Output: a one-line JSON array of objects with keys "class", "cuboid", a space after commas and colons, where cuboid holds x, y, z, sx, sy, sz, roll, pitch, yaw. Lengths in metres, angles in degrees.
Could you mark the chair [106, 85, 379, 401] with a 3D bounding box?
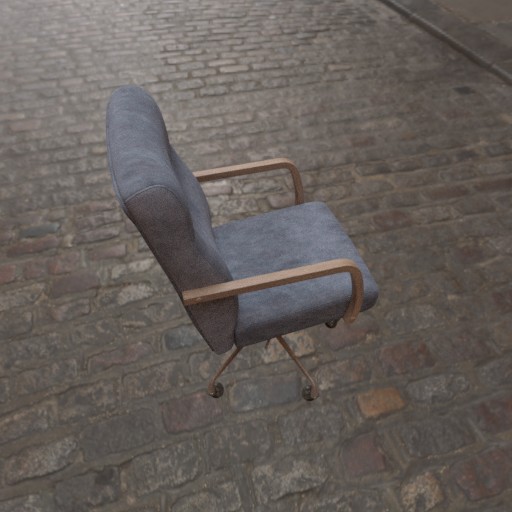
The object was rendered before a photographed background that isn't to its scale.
[{"class": "chair", "cuboid": [0.000, 0.000, 1.459, 0.741, 1.029, 0.640, -12, 46, -11]}]
